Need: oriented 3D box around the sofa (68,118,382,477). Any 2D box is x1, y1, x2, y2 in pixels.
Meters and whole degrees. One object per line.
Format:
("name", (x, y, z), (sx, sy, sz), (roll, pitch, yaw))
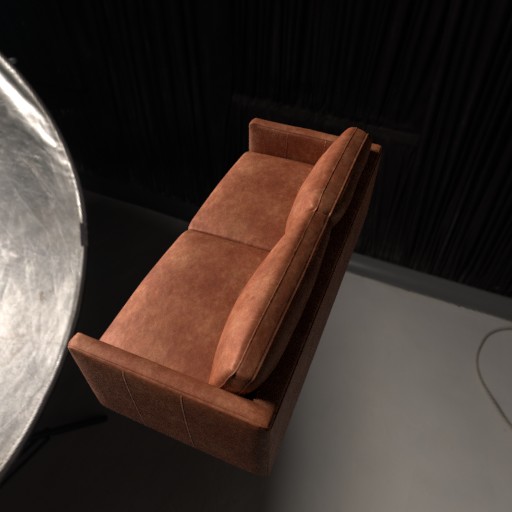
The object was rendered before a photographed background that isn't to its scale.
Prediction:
("sofa", (0.000, 0.000, 2.462), (0.923, 0.863, 1.971), (17, 49, 15))
